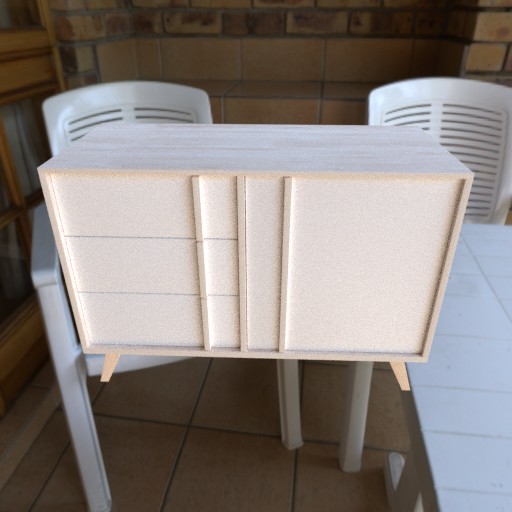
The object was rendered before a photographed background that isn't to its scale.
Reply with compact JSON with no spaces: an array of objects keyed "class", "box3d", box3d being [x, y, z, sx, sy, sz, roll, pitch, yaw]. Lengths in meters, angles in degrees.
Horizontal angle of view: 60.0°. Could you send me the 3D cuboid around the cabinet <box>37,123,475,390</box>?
[{"class":"cabinet","box3d":[0.000,0.000,1.533,1.110,0.780,0.500,1,30,2]}]
